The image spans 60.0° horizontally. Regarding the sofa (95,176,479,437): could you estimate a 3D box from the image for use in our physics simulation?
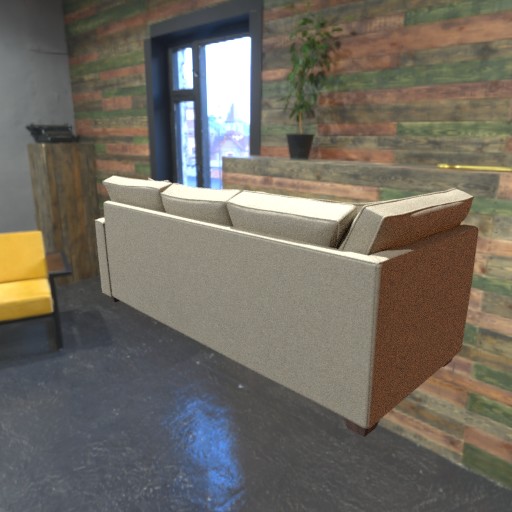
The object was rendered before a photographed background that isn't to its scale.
[{"bbox_3d":[0.000,0.000,2.821,1.053,0.948,2.323,-14,21,-42],"label":"sofa"}]
